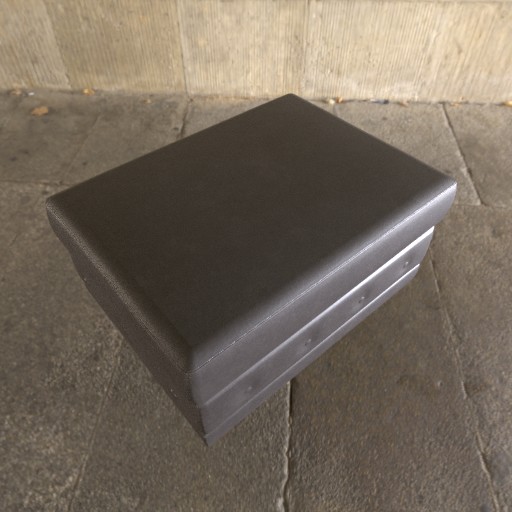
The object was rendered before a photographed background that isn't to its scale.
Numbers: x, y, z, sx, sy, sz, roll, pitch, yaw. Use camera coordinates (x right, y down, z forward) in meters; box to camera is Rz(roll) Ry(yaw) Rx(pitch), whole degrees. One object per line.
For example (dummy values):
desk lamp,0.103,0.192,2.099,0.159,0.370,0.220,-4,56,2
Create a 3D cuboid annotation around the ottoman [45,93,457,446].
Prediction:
ottoman,0.000,0.000,1.179,0.795,0.498,0.590,-32,55,-26
